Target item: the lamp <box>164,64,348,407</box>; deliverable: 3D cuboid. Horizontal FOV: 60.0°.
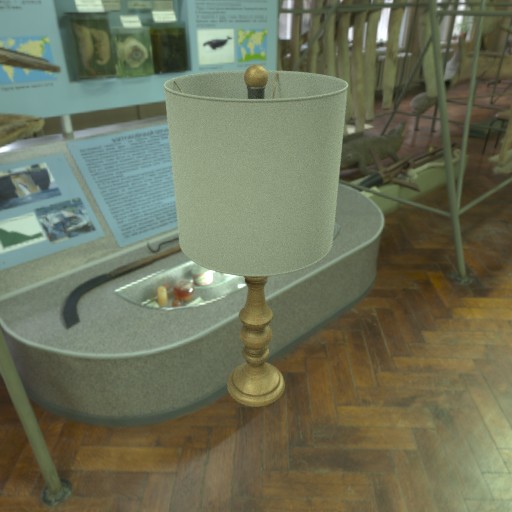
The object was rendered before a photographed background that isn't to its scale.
[{"bbox_3d":[0.000,0.000,0.748,0.250,0.597,0.250,8,31,14],"label":"lamp"}]
